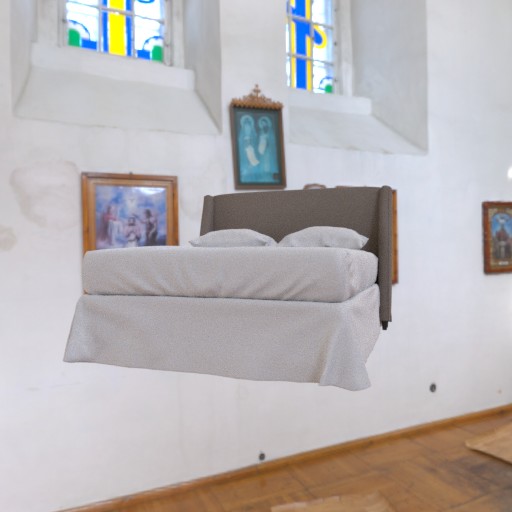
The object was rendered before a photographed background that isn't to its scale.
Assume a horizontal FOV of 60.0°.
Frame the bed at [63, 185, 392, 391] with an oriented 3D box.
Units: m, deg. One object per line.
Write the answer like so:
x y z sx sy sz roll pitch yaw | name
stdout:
0.000 0.000 3.439 1.925 1.332 2.276 0 0 20 | bed
